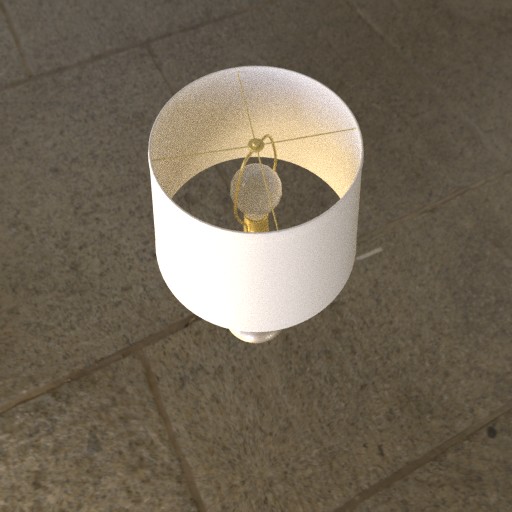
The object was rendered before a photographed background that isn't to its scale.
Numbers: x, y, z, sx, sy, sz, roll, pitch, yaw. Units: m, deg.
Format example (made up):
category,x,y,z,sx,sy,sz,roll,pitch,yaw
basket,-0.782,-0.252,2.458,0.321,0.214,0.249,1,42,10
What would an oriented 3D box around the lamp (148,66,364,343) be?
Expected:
category,x,y,z,sx,sy,sz,roll,pitch,yaw
lamp,0.000,0.000,0.798,0.328,0.612,0.328,0,64,0
